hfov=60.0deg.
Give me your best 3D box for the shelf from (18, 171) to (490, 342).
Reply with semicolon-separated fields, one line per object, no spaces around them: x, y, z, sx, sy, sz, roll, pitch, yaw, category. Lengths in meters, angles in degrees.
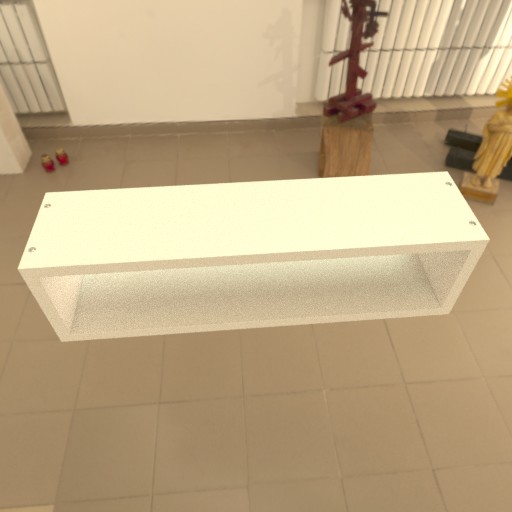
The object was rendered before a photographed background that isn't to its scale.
0.000;0.000;0.683;0.610;0.170;0.150;-4;47;-3;shelf
